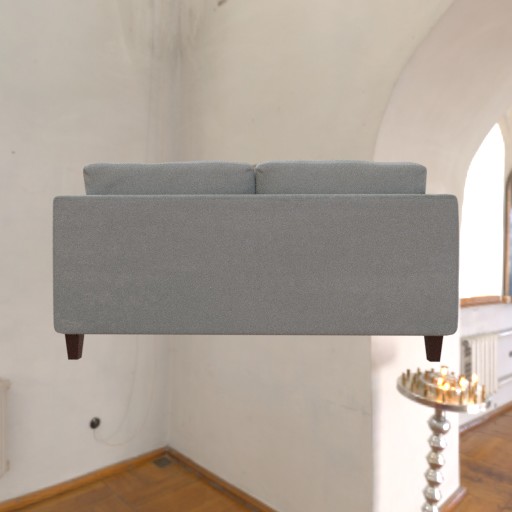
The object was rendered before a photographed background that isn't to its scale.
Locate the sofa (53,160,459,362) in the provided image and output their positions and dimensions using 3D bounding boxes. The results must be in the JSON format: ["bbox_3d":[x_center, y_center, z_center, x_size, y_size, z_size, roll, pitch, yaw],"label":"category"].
[{"bbox_3d":[0.000,0.000,2.479,1.884,0.963,0.950,0,0,1],"label":"sofa"}]
